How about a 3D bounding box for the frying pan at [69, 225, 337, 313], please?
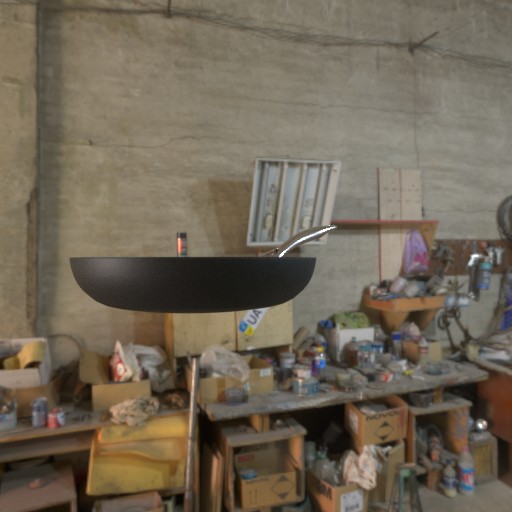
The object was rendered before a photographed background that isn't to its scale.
[{"bbox_3d":[0.000,0.000,0.567,0.255,0.105,0.472,0,0,36],"label":"frying pan"}]
